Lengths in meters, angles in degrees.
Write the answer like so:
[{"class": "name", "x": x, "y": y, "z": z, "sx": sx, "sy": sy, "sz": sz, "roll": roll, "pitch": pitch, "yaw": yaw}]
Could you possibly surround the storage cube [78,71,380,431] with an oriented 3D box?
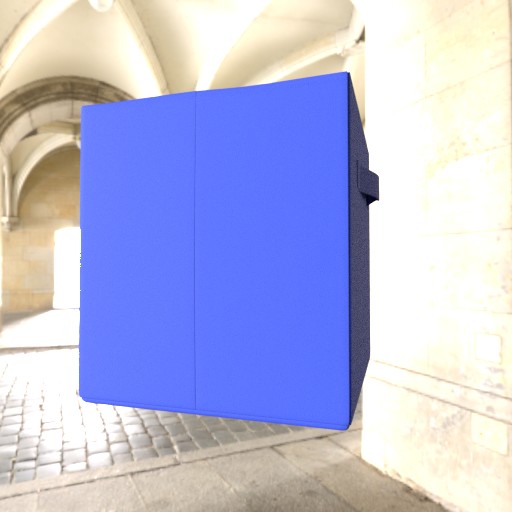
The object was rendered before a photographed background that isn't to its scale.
[{"class": "storage cube", "x": 0.000, "y": 0.000, "z": 0.502, "sx": 0.270, "sy": 0.280, "sz": 0.270, "roll": 0, "pitch": -1, "yaw": 18}]
